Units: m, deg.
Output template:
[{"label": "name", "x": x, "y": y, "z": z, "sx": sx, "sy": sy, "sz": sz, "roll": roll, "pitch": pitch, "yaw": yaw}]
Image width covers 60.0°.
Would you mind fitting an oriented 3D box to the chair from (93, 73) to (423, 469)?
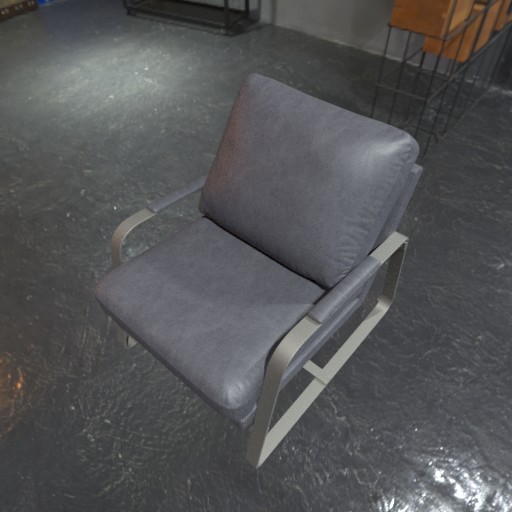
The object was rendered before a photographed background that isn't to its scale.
[{"label": "chair", "x": 0.000, "y": 0.000, "z": 1.431, "sx": 0.692, "sy": 0.839, "sz": 0.878, "roll": 32, "pitch": 55, "yaw": 27}]
